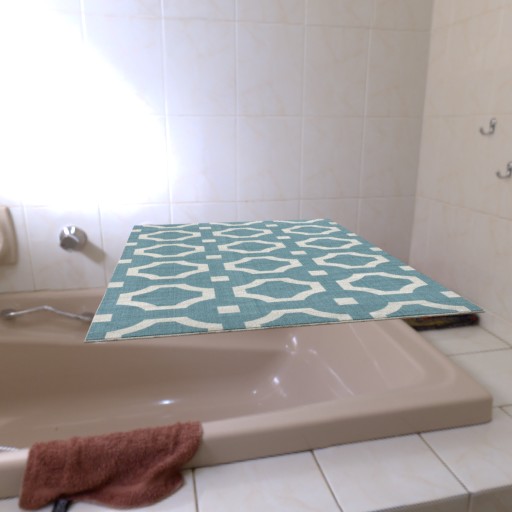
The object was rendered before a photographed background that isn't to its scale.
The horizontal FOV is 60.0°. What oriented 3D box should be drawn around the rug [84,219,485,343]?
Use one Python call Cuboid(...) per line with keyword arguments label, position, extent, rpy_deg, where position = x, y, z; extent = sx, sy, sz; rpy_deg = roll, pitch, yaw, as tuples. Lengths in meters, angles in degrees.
Cuboid(label="rug", position=(0.000, 0.000, 4.086), extent=(2.466, 0.021, 3.049), rpy_deg=(-3, 16, -10))
